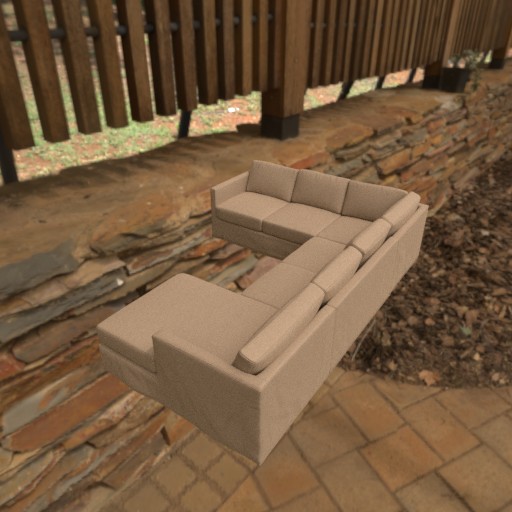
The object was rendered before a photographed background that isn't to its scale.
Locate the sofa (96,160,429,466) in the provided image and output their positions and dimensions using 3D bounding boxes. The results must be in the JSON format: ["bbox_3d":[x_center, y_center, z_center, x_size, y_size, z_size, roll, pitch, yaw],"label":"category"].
[{"bbox_3d":[0.000,0.000,4.543,2.427,0.882,3.460,19,34,30],"label":"sofa"}]
